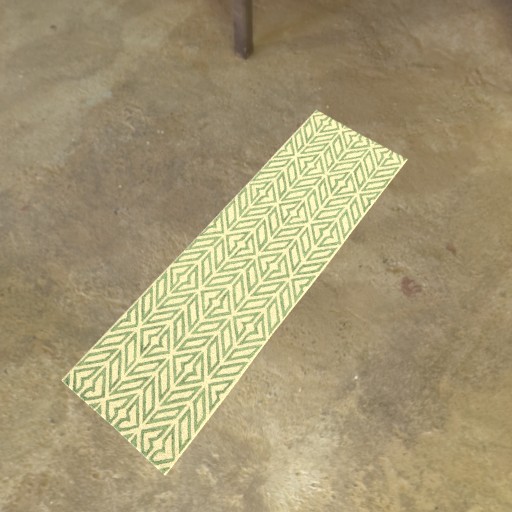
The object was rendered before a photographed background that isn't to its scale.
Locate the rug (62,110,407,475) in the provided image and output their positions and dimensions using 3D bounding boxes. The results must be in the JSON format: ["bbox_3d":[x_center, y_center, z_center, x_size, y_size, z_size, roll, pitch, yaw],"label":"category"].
[{"bbox_3d":[0.000,0.000,2.693,0.750,0.009,2.435,34,68,16],"label":"rug"}]
